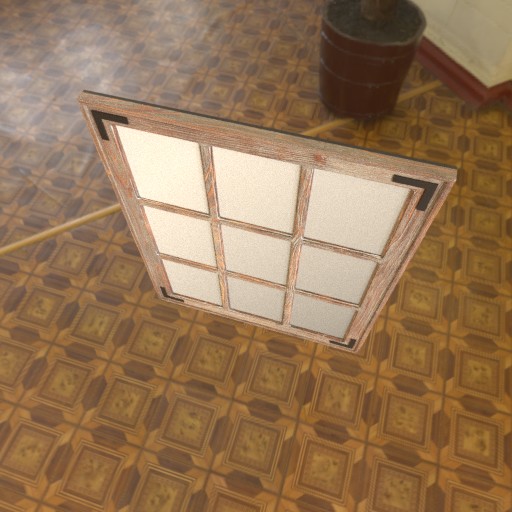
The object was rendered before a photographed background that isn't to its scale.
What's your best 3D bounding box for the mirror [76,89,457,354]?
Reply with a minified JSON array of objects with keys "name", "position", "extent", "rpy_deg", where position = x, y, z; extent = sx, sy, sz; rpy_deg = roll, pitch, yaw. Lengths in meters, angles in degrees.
[{"name":"mirror","position":[0.000,0.000,1.201],"extent":[0.730,0.882,0.032],"rpy_deg":[14,59,9]}]
